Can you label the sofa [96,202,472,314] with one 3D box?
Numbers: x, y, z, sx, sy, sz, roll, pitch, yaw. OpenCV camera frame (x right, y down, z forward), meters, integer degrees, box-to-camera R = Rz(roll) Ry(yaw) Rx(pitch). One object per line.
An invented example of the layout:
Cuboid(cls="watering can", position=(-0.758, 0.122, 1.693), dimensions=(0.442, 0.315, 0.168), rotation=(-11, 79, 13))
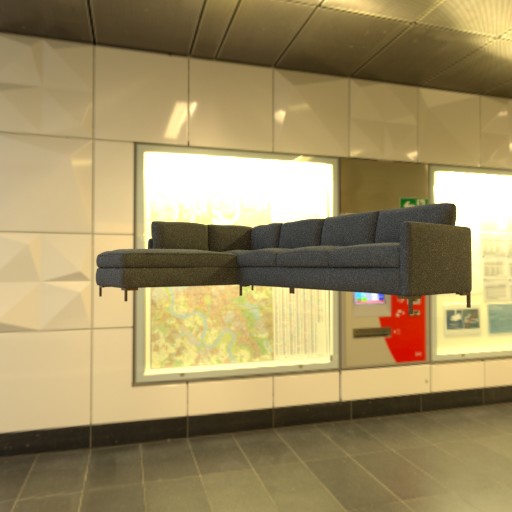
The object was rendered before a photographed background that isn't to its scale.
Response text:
Cuboid(cls="sofa", position=(0.000, 0.000, 3.979), dimensions=(2.007, 0.815, 2.949), rotation=(1, -1, -36))
